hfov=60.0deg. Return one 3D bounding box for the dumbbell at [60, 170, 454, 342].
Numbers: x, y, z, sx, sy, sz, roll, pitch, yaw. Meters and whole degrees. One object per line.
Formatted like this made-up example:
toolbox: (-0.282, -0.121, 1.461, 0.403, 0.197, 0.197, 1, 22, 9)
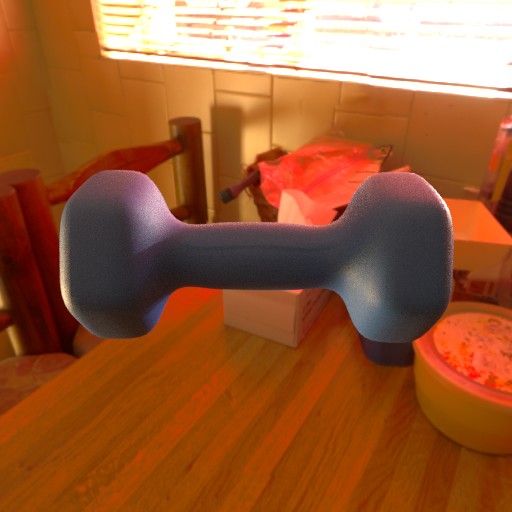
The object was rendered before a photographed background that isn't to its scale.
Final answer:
dumbbell: (0.000, 0.000, 0.264, 0.212, 0.093, 0.103, 1, 31, 2)
